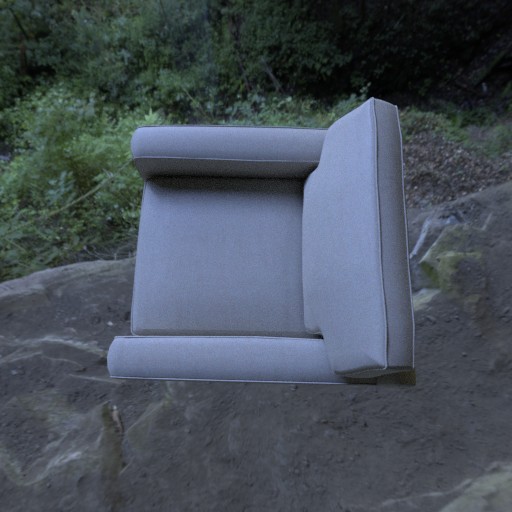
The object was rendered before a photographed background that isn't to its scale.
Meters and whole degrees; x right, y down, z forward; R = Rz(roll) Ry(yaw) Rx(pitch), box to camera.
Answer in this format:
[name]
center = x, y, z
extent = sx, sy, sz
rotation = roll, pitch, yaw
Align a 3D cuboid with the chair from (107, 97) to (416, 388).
[chair]
center = 0.000, 0.000, 1.802
extent = 1.043, 0.913, 0.998
rotation = 1, 75, 0
